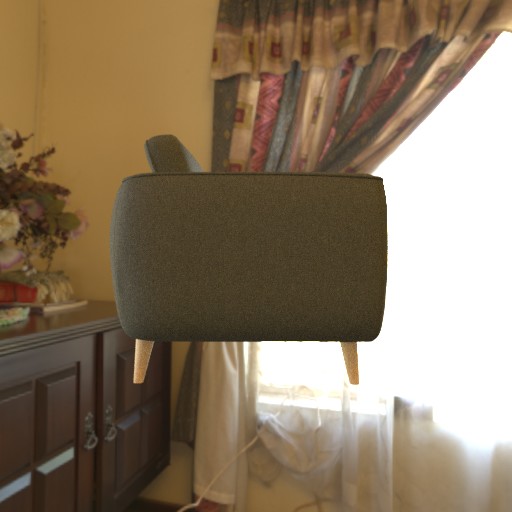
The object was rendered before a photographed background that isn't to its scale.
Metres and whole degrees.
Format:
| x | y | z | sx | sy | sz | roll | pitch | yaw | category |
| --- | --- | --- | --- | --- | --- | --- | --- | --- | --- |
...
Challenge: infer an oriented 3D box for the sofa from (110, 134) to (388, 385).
| x | y | z | sx | sy | sz | roll | pitch | yaw | category |
| --- | --- | --- | --- | --- | --- | --- | --- | --- | --- |
| 0.000 | 0.000 | 2.160 | 0.920 | 0.850 | 1.700 | 0 | 0 | 1 | sofa |
